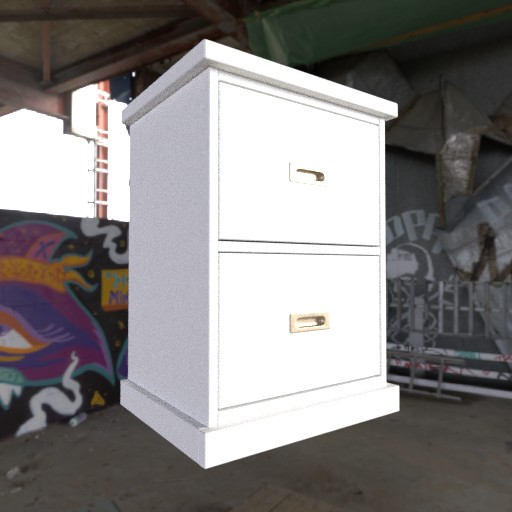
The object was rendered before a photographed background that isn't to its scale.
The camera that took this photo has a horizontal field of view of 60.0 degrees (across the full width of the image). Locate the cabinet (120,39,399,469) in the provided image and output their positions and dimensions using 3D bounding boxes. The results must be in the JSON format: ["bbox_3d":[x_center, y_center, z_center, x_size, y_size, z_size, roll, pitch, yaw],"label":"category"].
[{"bbox_3d":[0.000,0.000,1.067,0.520,0.723,0.431,1,-2,-35],"label":"cabinet"}]
